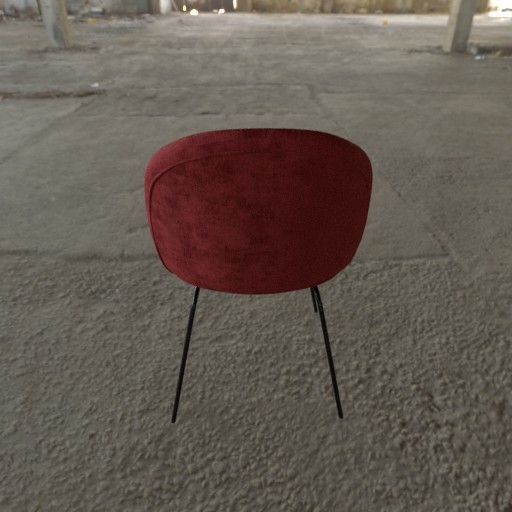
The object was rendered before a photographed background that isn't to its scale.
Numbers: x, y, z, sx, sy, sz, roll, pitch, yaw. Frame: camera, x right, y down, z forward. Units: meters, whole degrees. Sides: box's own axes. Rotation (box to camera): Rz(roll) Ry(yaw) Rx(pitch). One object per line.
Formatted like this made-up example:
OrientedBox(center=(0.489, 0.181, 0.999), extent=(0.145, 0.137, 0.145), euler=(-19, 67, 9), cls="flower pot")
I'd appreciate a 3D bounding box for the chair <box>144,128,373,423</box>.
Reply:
OrientedBox(center=(0.000, 0.000, 1.124), extent=(0.458, 0.791, 0.587), euler=(-1, 31, -2), cls="chair")
